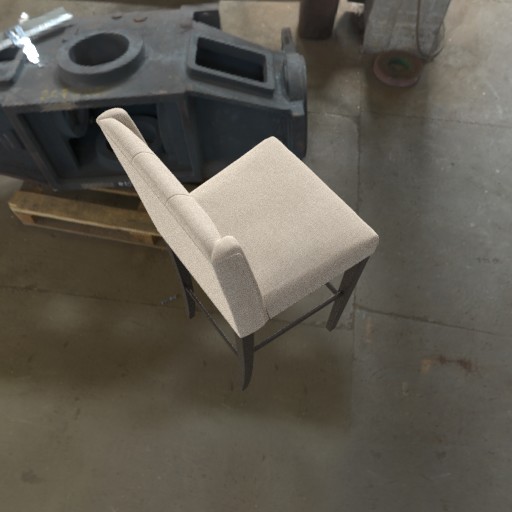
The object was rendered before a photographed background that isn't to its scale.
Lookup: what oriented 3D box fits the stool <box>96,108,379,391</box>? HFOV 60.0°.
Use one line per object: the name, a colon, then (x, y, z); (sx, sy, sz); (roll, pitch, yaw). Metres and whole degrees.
stool: (0.000, 0.000, 1.374); (0.509, 1.116, 0.474); (-33, 66, -17)
